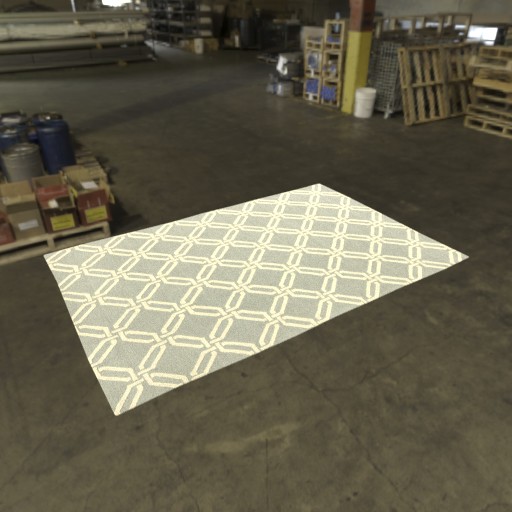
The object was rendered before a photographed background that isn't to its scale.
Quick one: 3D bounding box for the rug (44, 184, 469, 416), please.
[{"bbox_3d":[0.000,0.000,2.163,1.754,0.010,1.148,-18,35,-28],"label":"rug"}]
